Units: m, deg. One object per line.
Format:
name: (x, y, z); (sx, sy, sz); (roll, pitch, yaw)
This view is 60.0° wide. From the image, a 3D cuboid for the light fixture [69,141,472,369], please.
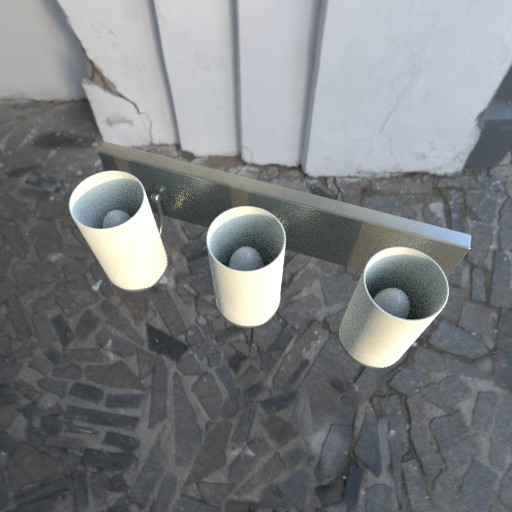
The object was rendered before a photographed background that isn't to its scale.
light fixture: (0.000, 0.000, 0.530); (0.451, 0.172, 0.145); (16, 60, 9)
